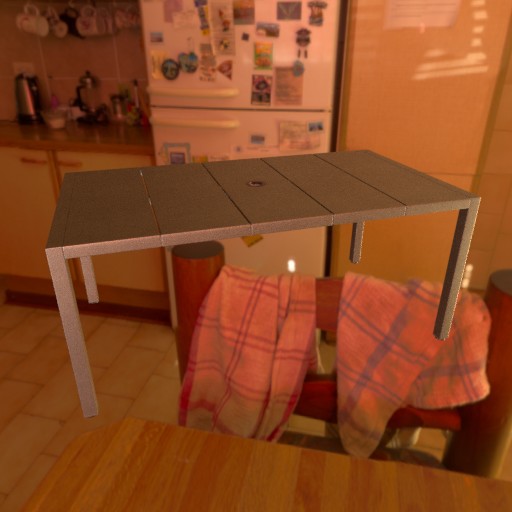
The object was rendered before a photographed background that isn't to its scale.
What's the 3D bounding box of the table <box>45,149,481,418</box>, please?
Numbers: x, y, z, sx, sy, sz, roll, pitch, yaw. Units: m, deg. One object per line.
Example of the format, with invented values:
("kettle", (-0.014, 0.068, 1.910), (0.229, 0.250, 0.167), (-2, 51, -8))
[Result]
("table", (0.000, 0.000, 2.171), (1.680, 0.735, 0.914), (-8, 27, -16))
